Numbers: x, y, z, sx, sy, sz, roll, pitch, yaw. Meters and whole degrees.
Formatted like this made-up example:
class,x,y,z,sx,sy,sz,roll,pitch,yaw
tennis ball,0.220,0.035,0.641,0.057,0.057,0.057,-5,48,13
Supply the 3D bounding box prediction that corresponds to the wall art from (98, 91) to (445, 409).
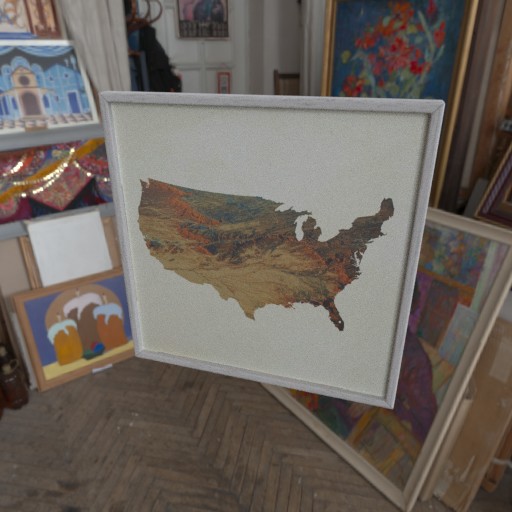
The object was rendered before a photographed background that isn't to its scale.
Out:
class,x,y,z,sx,sy,sz,roll,pitch,yaw
wall art,0.000,0.000,1.888,1.287,1.288,0.078,7,26,15
